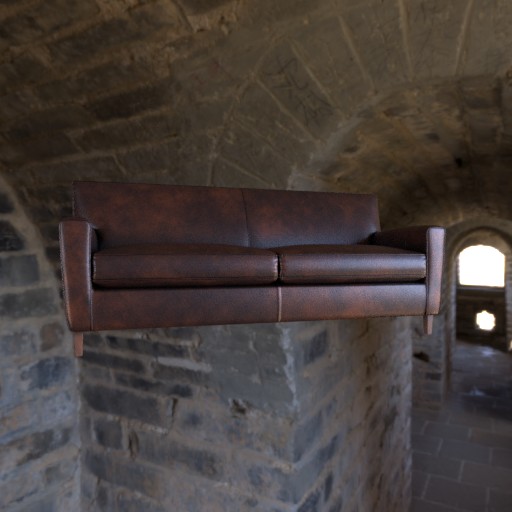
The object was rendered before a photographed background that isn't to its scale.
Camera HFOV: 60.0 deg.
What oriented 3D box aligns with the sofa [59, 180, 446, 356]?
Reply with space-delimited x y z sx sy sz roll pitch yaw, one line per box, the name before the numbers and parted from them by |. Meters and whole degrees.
sofa | 0.000 0.000 2.509 1.995 0.871 0.786 0 0 -17
